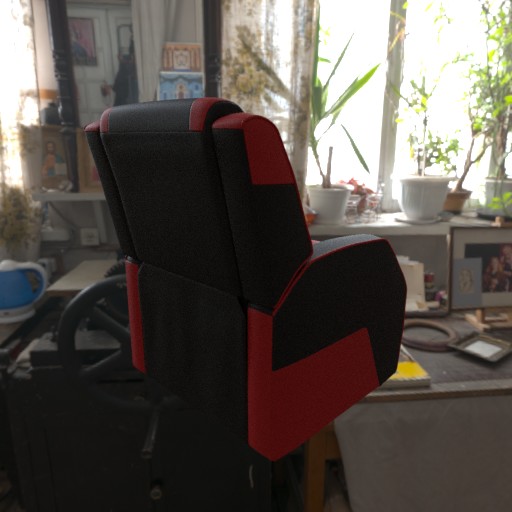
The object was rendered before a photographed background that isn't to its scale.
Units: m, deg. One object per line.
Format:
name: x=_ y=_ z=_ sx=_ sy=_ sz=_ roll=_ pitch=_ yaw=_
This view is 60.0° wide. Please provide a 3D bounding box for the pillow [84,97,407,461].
pillow: x=0.000 y=0.000 z=1.261 sx=0.672 sy=0.805 sz=0.620 roll=-14 pitch=21 yaw=-43
